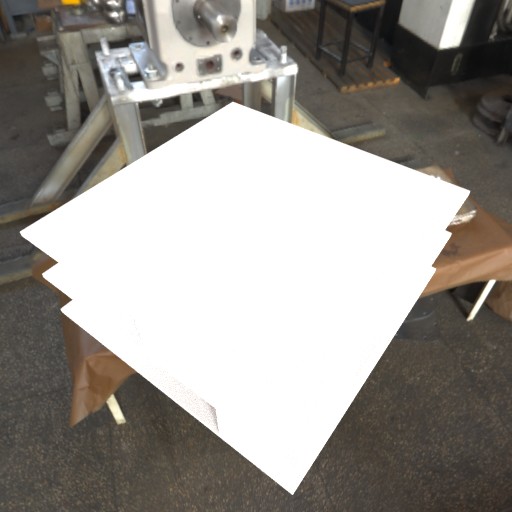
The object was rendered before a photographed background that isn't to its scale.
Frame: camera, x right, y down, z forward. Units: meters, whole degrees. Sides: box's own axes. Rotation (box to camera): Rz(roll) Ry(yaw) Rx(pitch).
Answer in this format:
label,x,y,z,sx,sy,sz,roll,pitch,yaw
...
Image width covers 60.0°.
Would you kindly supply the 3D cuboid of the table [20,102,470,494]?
label,x,y,z,sx,sy,sz,roll,pitch,yaw
table,0.000,0.000,1.071,0.700,0.289,0.700,29,53,25
